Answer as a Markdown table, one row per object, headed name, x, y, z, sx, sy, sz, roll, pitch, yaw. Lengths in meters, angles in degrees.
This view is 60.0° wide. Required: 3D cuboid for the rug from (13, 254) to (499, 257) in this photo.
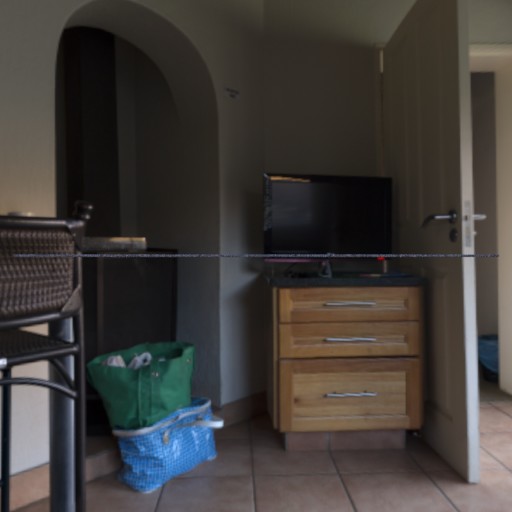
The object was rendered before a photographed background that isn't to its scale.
| name | x | y | z | sx | sy | sz | roll | pitch | yaw |
| --- | --- | --- | --- | --- | --- | --- | --- | --- | --- |
| rug | 0.000 | 0.000 | 2.425 | 2.296 | 0.011 | 0.691 | 0 | 0 | 0 |
